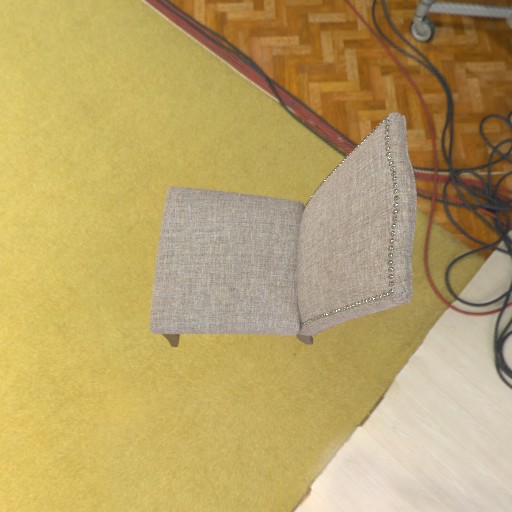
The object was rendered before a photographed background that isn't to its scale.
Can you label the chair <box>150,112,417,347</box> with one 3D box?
[{"bbox_3d":[0.000,0.000,1.391,0.660,1.016,0.513,3,73,1],"label":"chair"}]
